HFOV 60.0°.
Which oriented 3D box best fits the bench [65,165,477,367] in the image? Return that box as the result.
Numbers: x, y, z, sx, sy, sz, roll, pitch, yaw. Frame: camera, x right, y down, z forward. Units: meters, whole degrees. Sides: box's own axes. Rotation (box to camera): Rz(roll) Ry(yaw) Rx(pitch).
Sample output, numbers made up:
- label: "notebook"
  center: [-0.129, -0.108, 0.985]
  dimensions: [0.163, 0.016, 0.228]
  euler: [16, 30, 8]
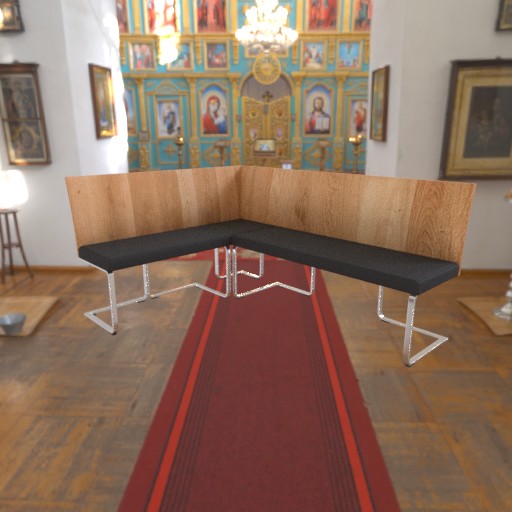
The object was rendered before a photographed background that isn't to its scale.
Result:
- label: "bench"
  center: [0.000, 0.000, 2.741]
  dimensions: [1.495, 0.930, 1.945]
  euler: [-14, 21, -41]
